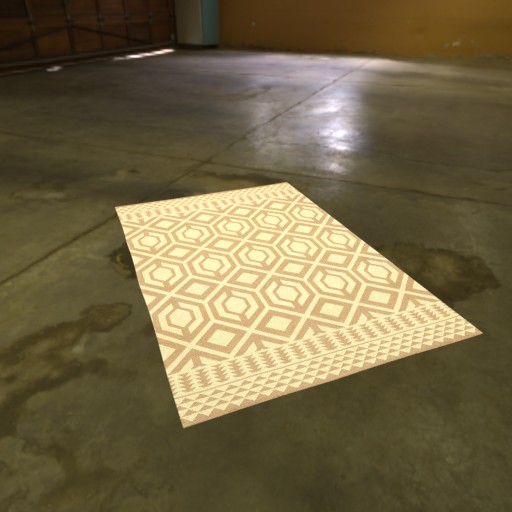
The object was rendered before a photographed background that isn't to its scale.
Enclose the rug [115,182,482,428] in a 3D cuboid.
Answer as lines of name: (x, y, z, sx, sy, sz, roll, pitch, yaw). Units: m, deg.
rug: (0.000, 0.000, 2.310, 1.219, 0.008, 1.829, -11, 32, -19)
